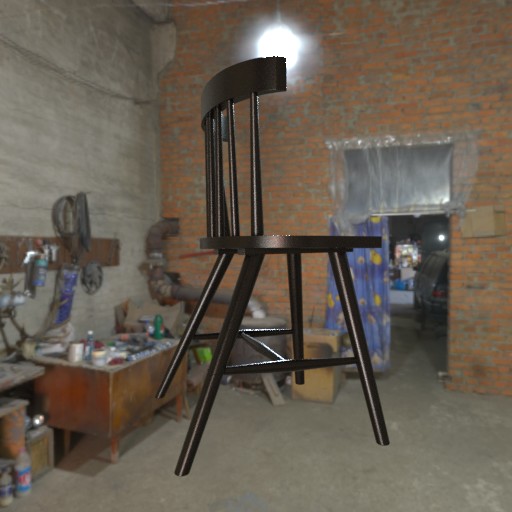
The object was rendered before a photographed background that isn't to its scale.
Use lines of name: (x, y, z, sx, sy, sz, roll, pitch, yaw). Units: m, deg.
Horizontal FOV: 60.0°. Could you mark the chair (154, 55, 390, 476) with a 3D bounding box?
chair: (0.000, 0.000, 1.158, 0.483, 0.844, 0.506, 0, 1, -17)
